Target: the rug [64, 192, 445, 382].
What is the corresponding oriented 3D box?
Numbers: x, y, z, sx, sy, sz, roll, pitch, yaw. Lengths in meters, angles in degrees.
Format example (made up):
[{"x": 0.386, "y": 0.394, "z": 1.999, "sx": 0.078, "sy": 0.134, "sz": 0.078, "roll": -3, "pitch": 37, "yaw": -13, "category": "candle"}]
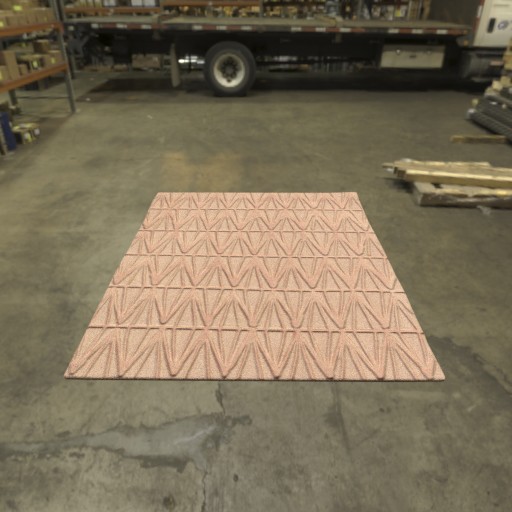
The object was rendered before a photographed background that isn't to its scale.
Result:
[{"x": 0.000, "y": 0.000, "z": 4.123, "sx": 2.453, "sy": 0.043, "sz": 3.052, "roll": 0, "pitch": 31, "yaw": 0, "category": "rug"}]
